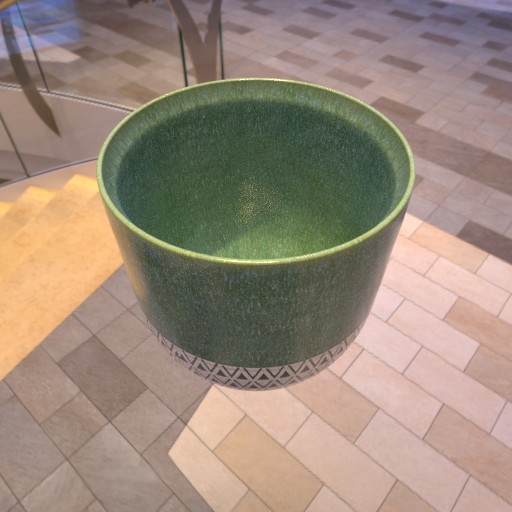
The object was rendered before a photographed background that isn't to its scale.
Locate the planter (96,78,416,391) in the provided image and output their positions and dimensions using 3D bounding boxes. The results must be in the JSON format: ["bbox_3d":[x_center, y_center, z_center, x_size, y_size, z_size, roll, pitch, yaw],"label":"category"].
[{"bbox_3d":[0.000,0.000,0.476,0.266,0.270,0.266,0,47,0],"label":"planter"}]
